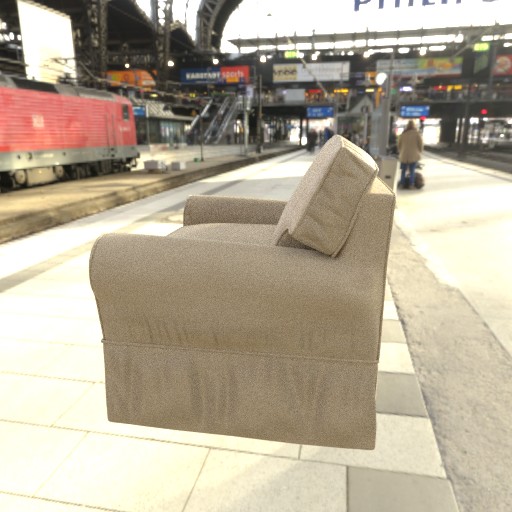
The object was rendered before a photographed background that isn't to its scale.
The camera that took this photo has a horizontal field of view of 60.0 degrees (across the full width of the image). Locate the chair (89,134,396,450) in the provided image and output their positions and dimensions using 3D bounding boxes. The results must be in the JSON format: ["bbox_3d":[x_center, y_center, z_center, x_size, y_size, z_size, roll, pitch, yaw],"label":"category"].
[{"bbox_3d":[0.000,0.000,1.774,0.903,0.937,1.096,2,16,9],"label":"chair"}]
